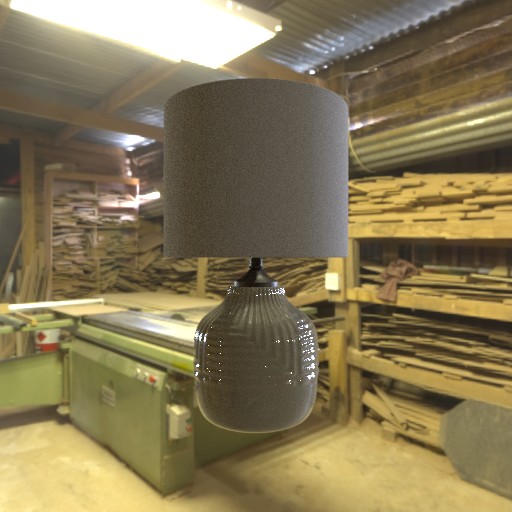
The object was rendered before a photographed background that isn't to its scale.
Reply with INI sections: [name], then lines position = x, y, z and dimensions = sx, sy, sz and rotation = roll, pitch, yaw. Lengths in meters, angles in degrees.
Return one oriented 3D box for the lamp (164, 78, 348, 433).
[lamp]
position = 0.000, 0.000, 0.779
dimensions = 0.318, 0.567, 0.318
rotation = 0, 0, 0
